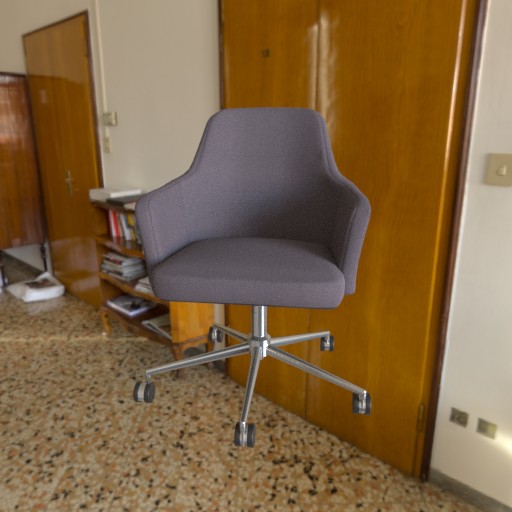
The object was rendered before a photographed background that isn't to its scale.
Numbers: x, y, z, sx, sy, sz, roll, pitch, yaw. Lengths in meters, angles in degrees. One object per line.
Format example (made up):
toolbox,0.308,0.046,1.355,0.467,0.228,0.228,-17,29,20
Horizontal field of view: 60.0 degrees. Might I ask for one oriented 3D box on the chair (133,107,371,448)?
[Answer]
chair,0.000,0.000,1.244,0.655,0.820,0.600,2,16,8
